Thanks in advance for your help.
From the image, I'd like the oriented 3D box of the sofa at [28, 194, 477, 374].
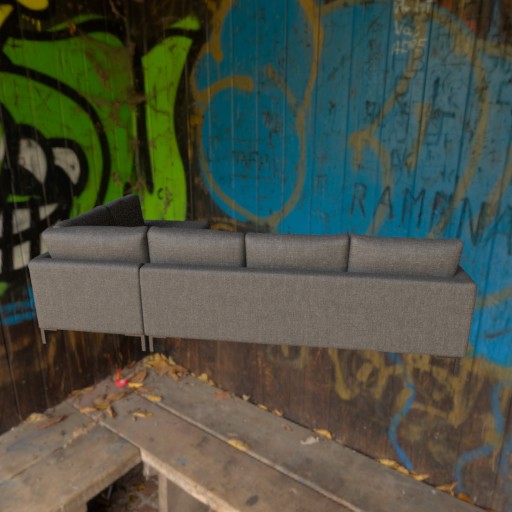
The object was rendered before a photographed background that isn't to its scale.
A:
[{"bbox_3d":[0.000,0.000,3.808,2.972,0.858,1.984,2,17,8],"label":"sofa"}]
